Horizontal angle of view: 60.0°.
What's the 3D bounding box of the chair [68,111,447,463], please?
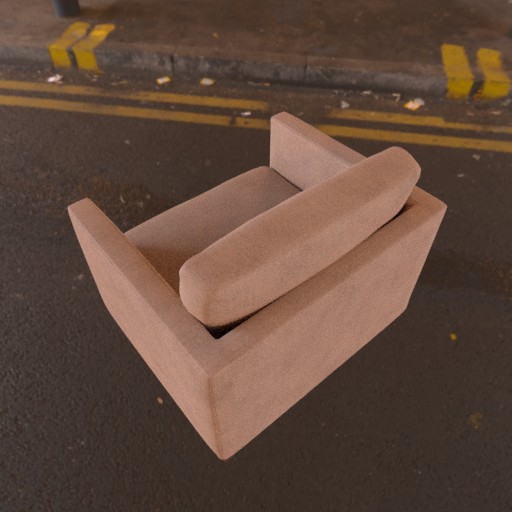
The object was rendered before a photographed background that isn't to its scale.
[{"bbox_3d":[0.000,0.000,1.855,1.133,0.961,0.959,-31,54,-26],"label":"chair"}]
